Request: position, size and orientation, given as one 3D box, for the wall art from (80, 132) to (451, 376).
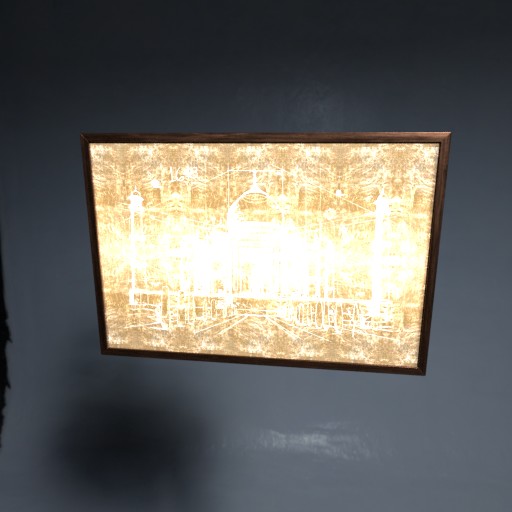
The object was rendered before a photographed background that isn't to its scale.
[{"bbox_3d":[0.000,0.000,1.044,0.816,0.559,0.014,2,15,7],"label":"wall art"}]
